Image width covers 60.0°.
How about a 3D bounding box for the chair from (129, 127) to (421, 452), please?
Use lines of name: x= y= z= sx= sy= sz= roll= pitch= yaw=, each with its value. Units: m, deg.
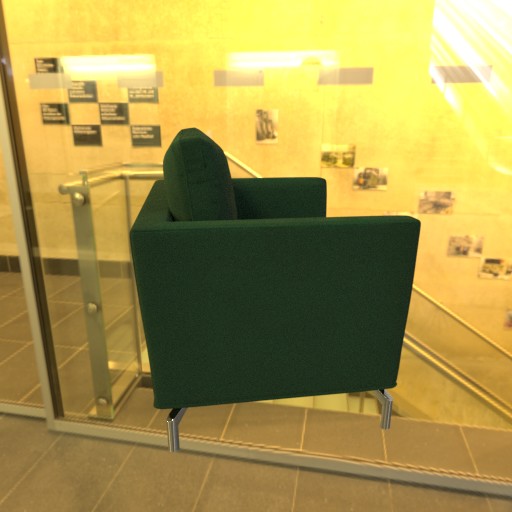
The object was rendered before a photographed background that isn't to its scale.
chair: x=0.000 y=0.000 z=1.808 sx=0.852 sy=0.997 sz=1.047 roll=-3 pitch=17 yaw=-8
